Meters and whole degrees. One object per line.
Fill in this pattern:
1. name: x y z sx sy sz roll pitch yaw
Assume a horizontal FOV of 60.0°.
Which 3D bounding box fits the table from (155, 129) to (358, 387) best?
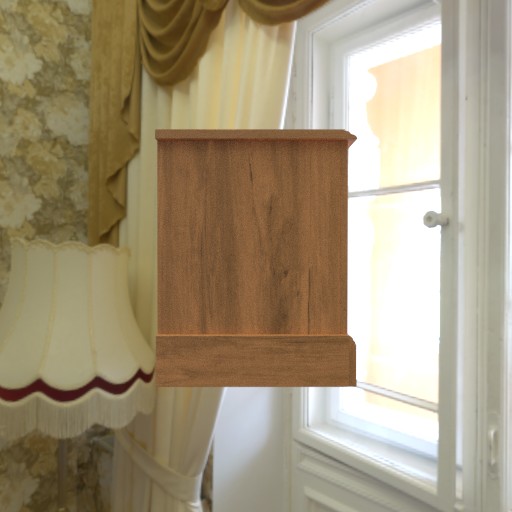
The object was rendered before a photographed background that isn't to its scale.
1. table: 0.000 0.000 1.477 0.400 0.510 1.200 0 0 0
